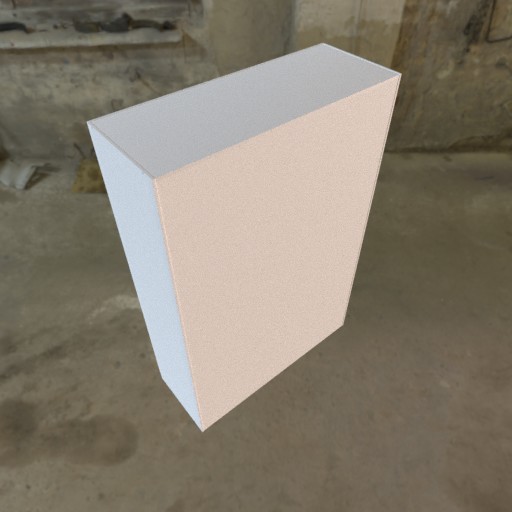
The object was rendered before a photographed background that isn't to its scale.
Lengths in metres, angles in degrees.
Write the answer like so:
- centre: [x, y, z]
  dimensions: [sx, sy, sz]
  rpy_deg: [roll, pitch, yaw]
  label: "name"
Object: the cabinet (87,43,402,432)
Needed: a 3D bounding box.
- centre: [0.000, 0.000, 2.533]
  dimensions: [1.290, 1.910, 0.510]
  rpy_deg: [-30, 52, -27]
  label: "cabinet"
